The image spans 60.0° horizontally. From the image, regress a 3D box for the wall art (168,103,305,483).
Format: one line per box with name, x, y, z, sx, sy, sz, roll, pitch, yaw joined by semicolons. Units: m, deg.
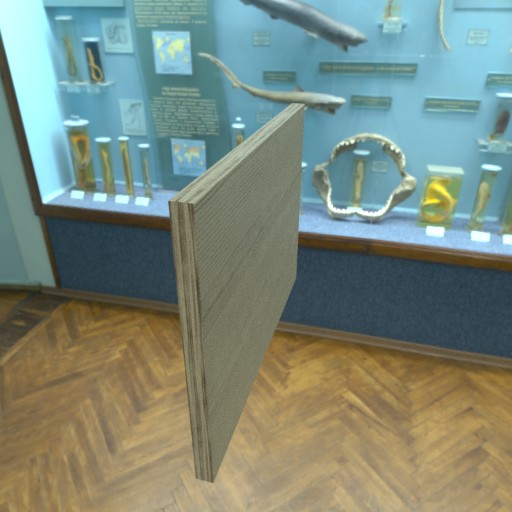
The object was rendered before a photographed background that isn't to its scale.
wall art;0.000;0.000;1.124;0.063;0.609;0.841;8;29;14
